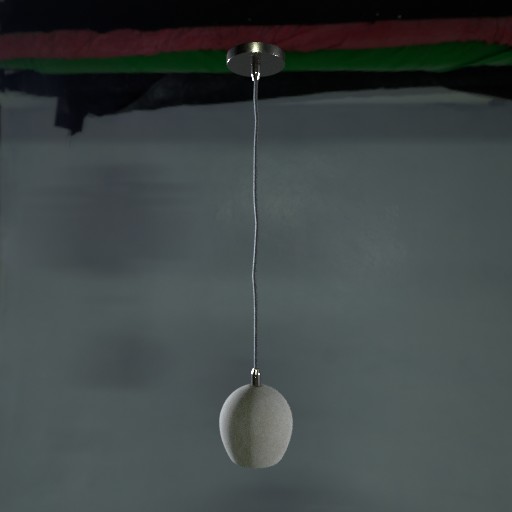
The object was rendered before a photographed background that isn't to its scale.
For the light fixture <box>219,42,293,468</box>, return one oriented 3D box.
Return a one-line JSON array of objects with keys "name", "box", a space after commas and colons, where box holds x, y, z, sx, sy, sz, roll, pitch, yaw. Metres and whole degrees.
[{"name": "light fixture", "box": [0.000, 0.000, 0.846, 0.139, 0.764, 0.139, 0, 0, -1]}]
